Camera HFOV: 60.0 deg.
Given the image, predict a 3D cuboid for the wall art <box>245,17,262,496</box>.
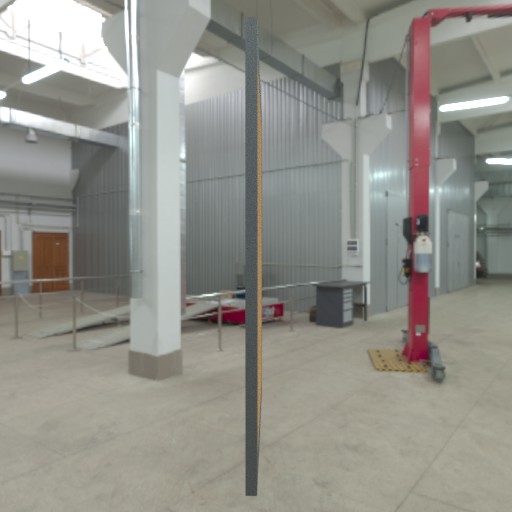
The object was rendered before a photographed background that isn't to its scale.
[{"bbox_3d":[0.000,0.000,0.683,0.013,0.534,0.380,0,1,2],"label":"wall art"}]
